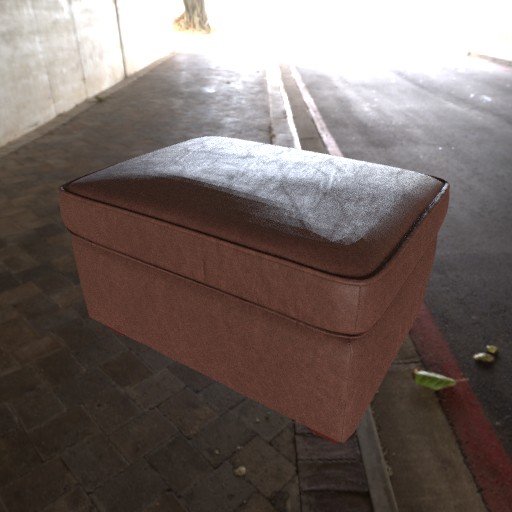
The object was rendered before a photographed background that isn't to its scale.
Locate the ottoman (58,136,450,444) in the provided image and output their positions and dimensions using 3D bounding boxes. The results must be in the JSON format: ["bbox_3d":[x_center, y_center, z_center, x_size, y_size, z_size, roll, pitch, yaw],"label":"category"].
[{"bbox_3d":[0.000,0.000,1.075,0.749,0.449,0.548,18,34,28],"label":"ottoman"}]
